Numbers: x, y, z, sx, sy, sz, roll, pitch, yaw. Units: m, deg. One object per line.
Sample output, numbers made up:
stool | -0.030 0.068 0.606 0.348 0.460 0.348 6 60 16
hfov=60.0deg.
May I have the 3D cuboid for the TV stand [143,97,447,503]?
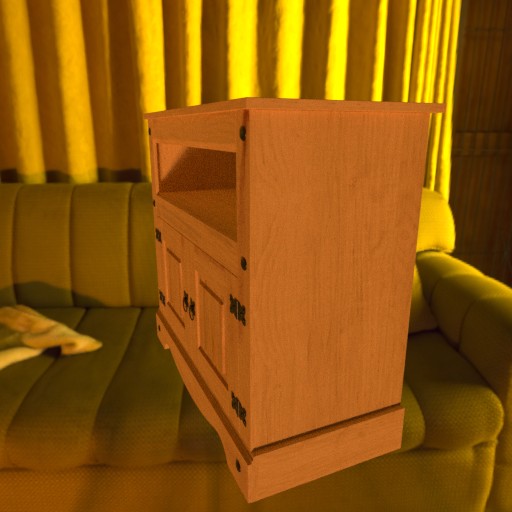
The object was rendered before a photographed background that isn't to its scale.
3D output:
TV stand | 0.000 0.000 1.257 0.430 0.787 0.851 -7 17 -23
